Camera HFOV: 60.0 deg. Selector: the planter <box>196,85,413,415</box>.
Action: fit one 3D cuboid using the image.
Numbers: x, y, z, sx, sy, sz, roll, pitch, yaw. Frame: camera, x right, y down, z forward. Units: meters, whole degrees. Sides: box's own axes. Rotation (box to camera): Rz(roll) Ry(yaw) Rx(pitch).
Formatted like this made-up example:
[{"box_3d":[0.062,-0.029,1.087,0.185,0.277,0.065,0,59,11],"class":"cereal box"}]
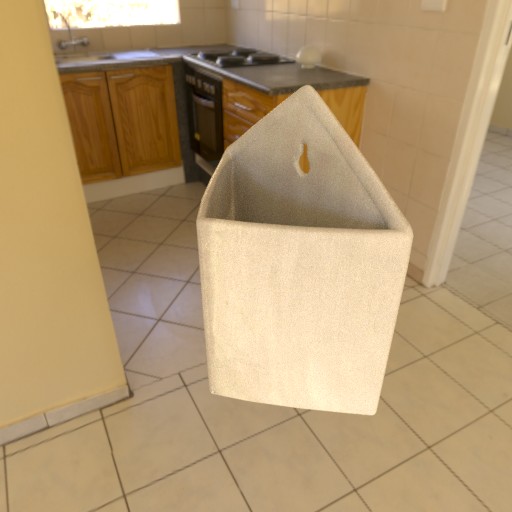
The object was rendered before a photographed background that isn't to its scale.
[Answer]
[{"box_3d":[0.000,0.000,0.276,0.080,0.194,0.163,-22,38,-31],"class":"planter"}]
